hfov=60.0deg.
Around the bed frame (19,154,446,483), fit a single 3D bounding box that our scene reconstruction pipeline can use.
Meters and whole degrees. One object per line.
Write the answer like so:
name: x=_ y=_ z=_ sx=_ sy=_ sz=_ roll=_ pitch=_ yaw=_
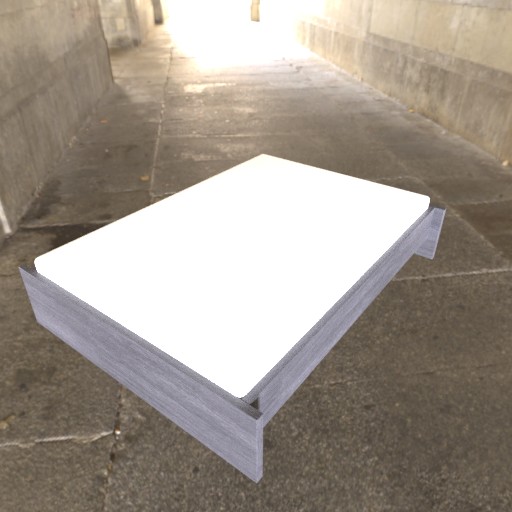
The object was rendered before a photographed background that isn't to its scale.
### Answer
bed frame: x=0.000 y=0.000 z=2.558 sx=1.490 sy=0.432 sz=1.950 roll=22 pitch=39 yaw=31
